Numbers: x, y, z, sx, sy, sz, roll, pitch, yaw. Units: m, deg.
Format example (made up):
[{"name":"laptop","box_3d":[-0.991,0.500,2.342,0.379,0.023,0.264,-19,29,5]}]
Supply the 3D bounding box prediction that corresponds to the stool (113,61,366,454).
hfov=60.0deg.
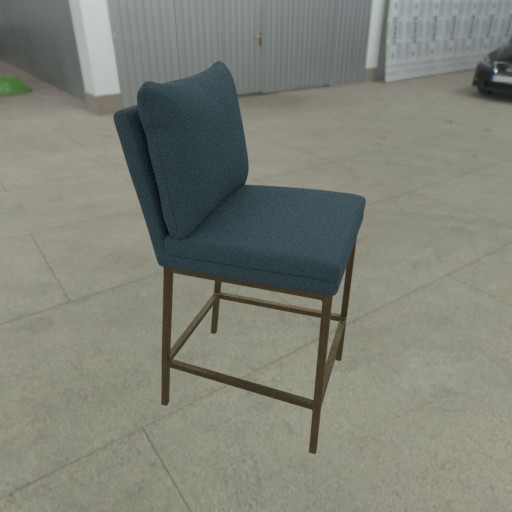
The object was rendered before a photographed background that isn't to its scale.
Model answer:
[{"name":"stool","box_3d":[0.000,0.000,1.338,0.568,1.032,0.463,10,31,17]}]
